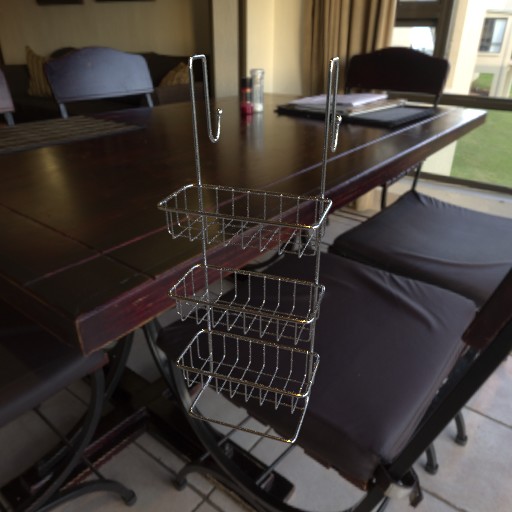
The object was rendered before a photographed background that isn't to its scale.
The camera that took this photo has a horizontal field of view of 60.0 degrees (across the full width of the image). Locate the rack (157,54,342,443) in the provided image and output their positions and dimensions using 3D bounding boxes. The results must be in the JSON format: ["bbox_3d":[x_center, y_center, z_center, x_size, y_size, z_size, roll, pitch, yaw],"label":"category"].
[{"bbox_3d":[0.000,0.000,0.699,0.228,0.574,0.202,9,29,17],"label":"rack"}]
